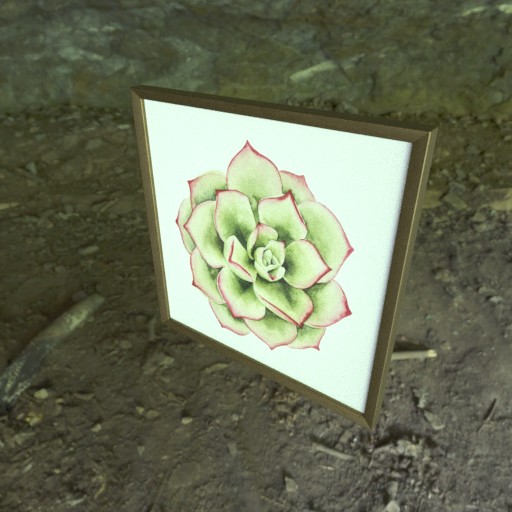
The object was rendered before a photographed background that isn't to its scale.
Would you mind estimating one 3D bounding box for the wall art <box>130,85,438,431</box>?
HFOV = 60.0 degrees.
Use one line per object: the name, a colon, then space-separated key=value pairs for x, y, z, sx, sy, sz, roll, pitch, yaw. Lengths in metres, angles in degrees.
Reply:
wall art: x=0.000 y=0.000 z=0.761 sx=0.503 sy=0.506 sz=0.031 roll=19 pitch=35 yaw=30
